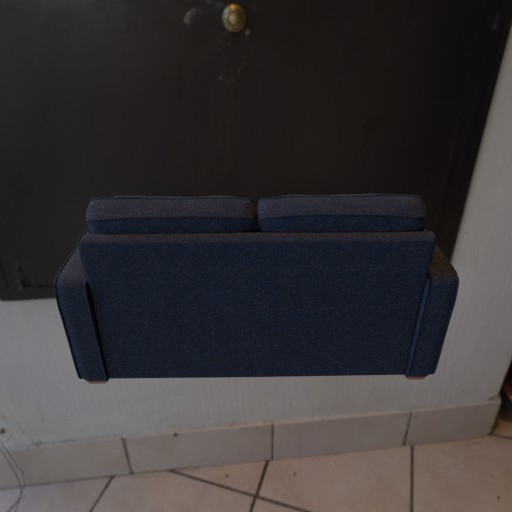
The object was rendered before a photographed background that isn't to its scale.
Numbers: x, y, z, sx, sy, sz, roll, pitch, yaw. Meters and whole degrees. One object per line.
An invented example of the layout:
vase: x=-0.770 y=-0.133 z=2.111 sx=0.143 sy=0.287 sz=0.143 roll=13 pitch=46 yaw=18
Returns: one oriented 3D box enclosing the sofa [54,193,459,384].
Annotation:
sofa: x=0.000 y=0.000 z=2.288 sx=1.709 sy=0.918 sz=0.947 roll=-1 pitch=31 yaw=-1
